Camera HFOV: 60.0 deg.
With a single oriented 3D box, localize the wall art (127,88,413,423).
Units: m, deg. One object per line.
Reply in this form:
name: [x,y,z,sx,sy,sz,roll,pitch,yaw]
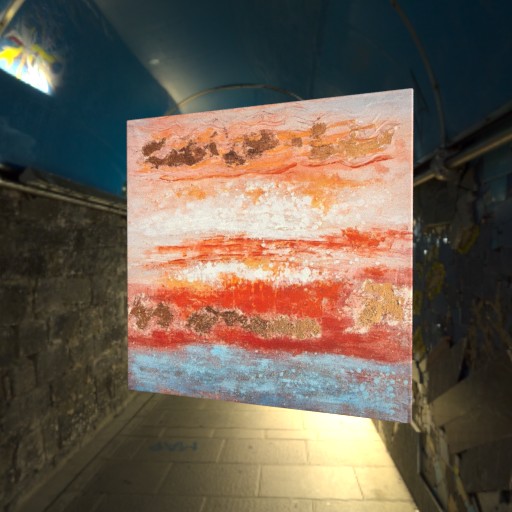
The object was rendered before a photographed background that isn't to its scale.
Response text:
wall art: [0.000,0.000,1.123,0.747,0.747,0.035,0,1,19]
